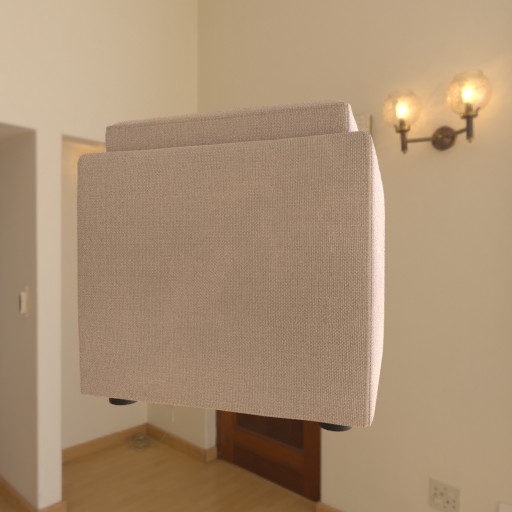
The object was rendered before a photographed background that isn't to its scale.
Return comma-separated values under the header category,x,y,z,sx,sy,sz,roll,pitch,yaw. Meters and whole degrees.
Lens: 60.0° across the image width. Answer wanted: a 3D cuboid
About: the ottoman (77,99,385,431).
category,x,y,z,sx,sy,sz,roll,pitch,yaw
ottoman,0.000,0.000,0.817,0.450,0.460,0.451,0,0,18
